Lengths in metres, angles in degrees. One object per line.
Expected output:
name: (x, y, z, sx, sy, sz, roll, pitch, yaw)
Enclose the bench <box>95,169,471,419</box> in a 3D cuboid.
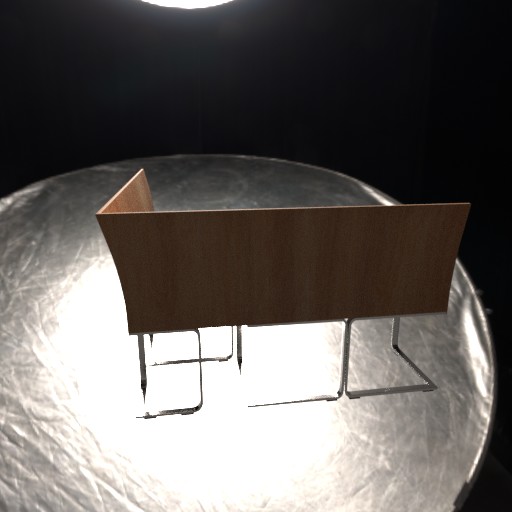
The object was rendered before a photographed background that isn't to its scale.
bench: (0.000, 0.000, 2.771, 1.495, 0.930, 1.945, -3, 16, -9)
